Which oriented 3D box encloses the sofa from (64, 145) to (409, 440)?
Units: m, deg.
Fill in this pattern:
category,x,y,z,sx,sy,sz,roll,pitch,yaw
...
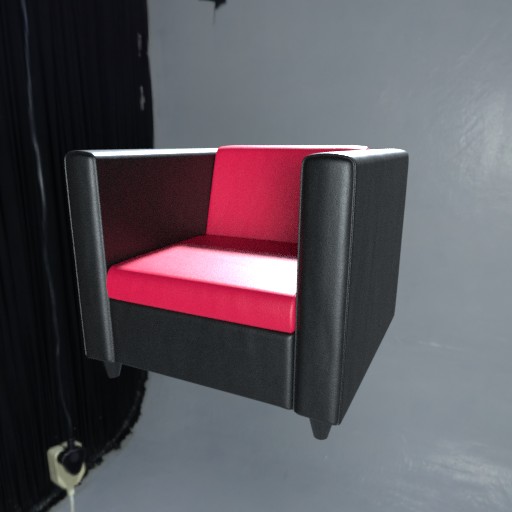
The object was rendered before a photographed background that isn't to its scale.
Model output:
category,x,y,z,sx,sy,sz,roll,pitch,yaw
sofa,0.000,0.000,1.500,0.839,0.724,0.809,7,16,25
